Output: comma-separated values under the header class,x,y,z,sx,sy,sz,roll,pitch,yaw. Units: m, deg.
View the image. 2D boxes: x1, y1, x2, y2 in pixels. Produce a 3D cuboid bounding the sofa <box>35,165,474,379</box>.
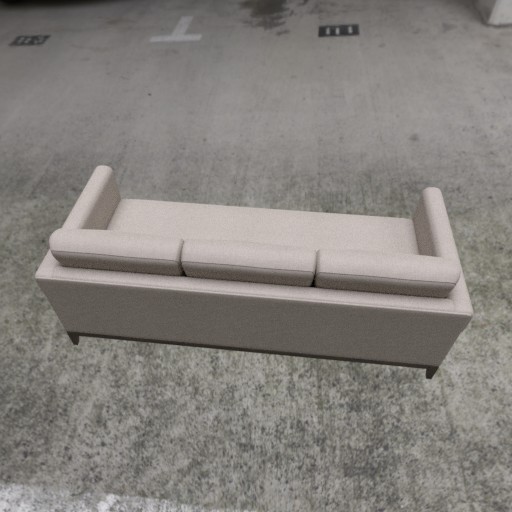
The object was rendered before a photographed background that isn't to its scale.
class,x,y,z,sx,sy,sz,roll,pitch,yaw
sofa,0.000,0.000,2.670,2.210,0.838,0.959,5,48,4
